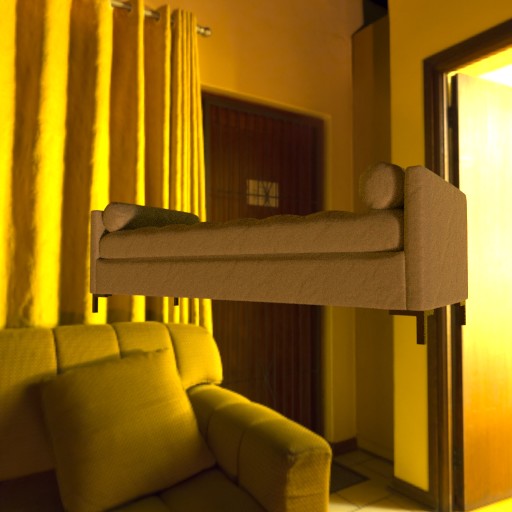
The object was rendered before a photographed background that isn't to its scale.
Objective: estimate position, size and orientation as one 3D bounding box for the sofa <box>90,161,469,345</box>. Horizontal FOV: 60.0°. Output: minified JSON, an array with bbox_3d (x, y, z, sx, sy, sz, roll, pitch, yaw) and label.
[{"bbox_3d":[0.000,0.000,2.521,2.102,0.705,0.796,-1,-2,36],"label":"sofa"}]
